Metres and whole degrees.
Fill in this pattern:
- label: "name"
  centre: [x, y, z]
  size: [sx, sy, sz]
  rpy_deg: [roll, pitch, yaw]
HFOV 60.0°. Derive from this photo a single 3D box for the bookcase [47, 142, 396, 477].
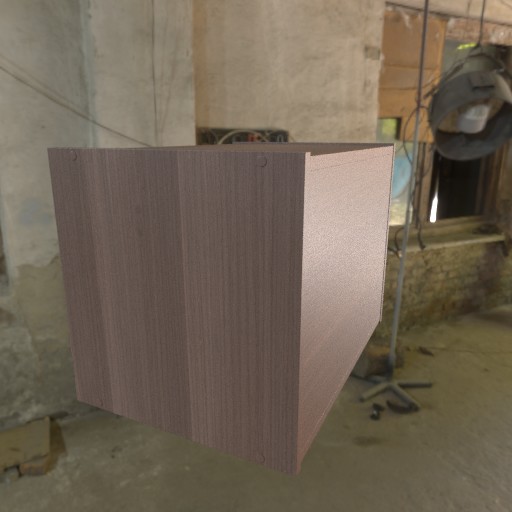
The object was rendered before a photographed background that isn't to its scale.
- label: "bookcase"
  centre: [0.000, 0.000, 0.627]
  size: [0.290, 0.305, 0.415]
  rpy_deg: [7, 17, 25]
